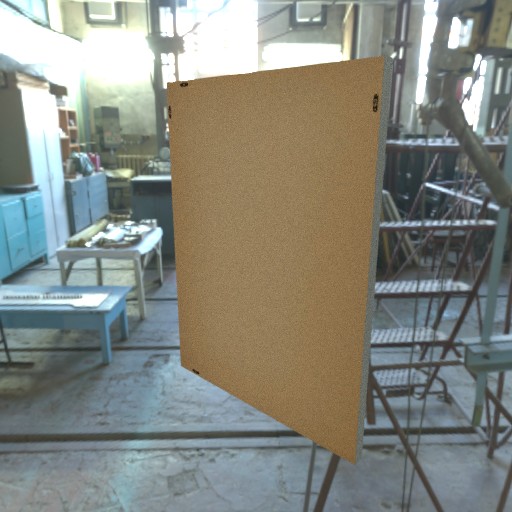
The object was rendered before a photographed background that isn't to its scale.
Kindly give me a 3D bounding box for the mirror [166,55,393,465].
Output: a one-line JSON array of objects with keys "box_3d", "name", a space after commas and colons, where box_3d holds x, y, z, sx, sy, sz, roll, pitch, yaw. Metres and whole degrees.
[{"box_3d": [0.000, 0.000, 1.318, 0.762, 1.016, 0.040, 14, 21, 41], "name": "mirror"}]
